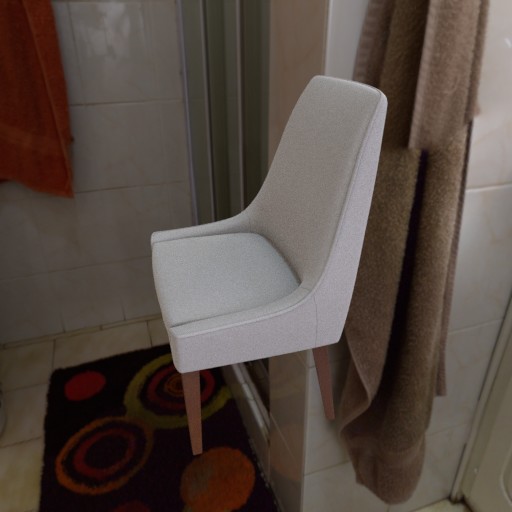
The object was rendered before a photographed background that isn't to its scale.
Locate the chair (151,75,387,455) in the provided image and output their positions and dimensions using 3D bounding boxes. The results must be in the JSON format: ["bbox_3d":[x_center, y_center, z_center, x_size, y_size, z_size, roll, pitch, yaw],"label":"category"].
[{"bbox_3d":[0.000,0.000,1.194,0.544,0.861,0.529,-8,30,-15],"label":"chair"}]
